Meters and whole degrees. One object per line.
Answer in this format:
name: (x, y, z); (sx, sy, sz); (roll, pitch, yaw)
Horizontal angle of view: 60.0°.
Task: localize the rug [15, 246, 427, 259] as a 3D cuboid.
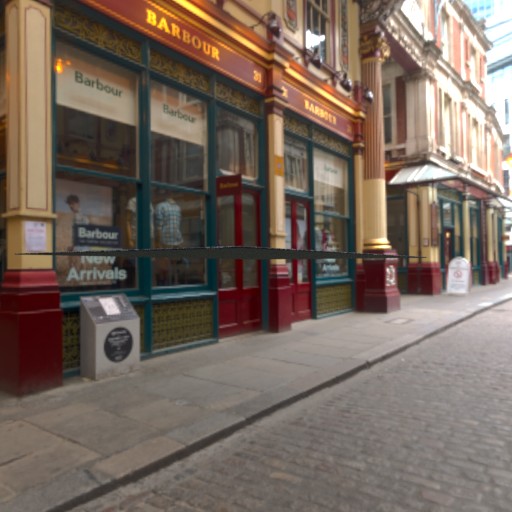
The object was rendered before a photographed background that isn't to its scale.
rug: (0.000, 0.000, 2.274); (1.219, 0.005, 1.828); (-1, -2, 36)
